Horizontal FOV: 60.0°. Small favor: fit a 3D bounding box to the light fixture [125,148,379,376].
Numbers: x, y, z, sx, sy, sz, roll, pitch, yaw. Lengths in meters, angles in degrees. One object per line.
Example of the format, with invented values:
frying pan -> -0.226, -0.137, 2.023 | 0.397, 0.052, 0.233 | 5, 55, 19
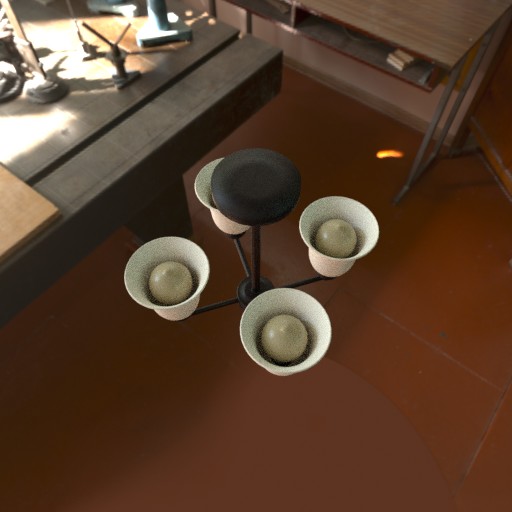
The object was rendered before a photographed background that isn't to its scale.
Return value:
light fixture -> 0.000, 0.000, 1.857 | 1.069, 0.925, 1.069 | -15, 58, -9
